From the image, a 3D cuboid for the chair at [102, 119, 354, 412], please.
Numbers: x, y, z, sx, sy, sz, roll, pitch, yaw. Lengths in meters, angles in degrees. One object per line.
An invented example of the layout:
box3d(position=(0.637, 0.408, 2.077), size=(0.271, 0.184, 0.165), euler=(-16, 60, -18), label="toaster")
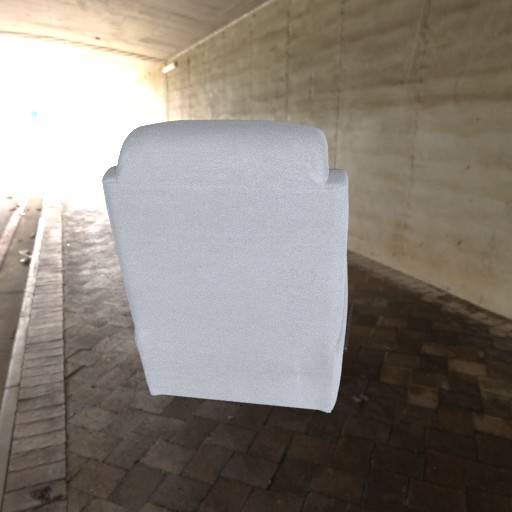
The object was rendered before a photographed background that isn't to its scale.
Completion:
box3d(position=(0.000, 0.000, 1.742), size=(0.798, 1.013, 1.043), euler=(3, 16, 9), label="chair")
